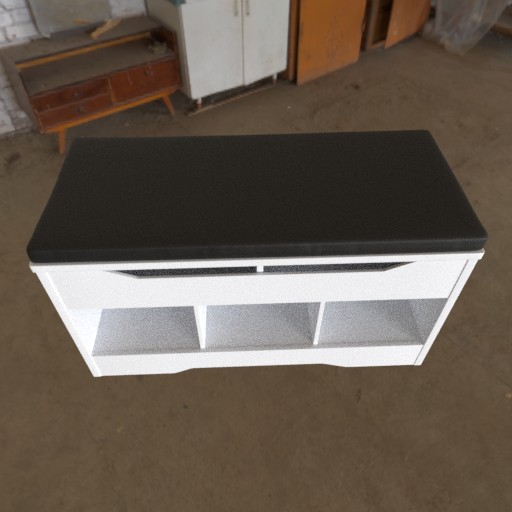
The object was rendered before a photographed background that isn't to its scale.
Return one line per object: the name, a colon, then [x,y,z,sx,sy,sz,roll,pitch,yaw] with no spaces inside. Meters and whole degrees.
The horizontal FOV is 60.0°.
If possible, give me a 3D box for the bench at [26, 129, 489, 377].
bench: [0.000,0.000,1.156,0.899,0.500,0.401,-2,47,-2]
